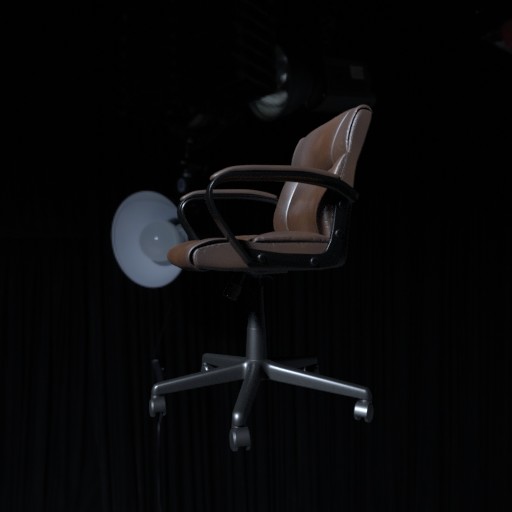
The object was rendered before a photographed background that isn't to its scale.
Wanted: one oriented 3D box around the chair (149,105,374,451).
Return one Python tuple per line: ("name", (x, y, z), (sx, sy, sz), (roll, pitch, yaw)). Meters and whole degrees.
("chair", (0.000, 0.000, 1.520), (0.717, 1.004, 0.739), (0, 1, -18))
